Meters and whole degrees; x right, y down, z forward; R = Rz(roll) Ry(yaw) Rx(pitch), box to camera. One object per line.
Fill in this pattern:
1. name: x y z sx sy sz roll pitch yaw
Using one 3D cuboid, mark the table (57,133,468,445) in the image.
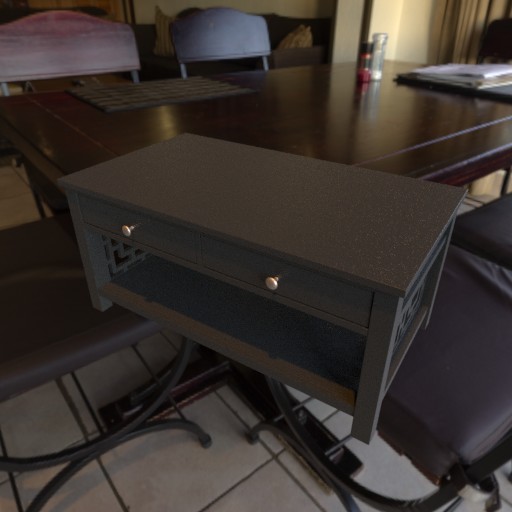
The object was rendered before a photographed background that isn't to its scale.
1. table: 0.000 0.000 1.439 1.068 0.493 0.612 19 36 28
